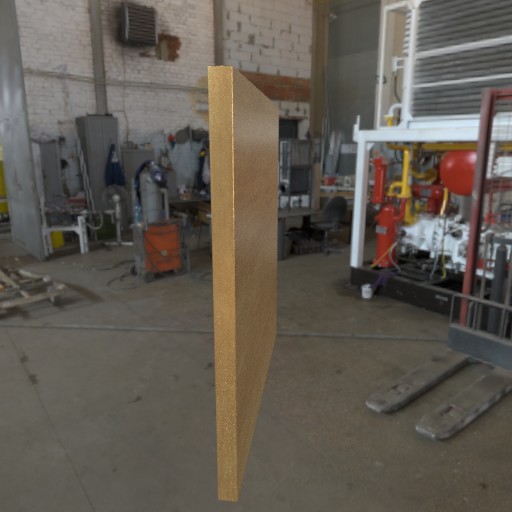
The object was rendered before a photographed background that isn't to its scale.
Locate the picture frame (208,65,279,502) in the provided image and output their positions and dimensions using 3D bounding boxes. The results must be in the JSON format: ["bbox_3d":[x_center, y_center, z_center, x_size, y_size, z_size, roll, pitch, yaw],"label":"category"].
[{"bbox_3d":[0.000,0.000,1.104,0.037,0.761,0.758,2,14,8],"label":"picture frame"}]
